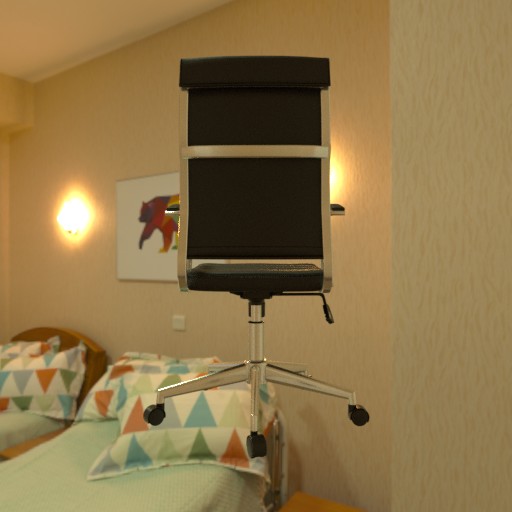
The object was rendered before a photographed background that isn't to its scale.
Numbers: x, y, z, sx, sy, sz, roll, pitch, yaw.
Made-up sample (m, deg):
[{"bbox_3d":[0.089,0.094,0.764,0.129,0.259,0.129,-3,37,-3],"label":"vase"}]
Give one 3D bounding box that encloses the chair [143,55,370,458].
[{"bbox_3d":[0.000,0.000,1.598,0.766,1.149,0.739,0,-1,1],"label":"chair"}]
